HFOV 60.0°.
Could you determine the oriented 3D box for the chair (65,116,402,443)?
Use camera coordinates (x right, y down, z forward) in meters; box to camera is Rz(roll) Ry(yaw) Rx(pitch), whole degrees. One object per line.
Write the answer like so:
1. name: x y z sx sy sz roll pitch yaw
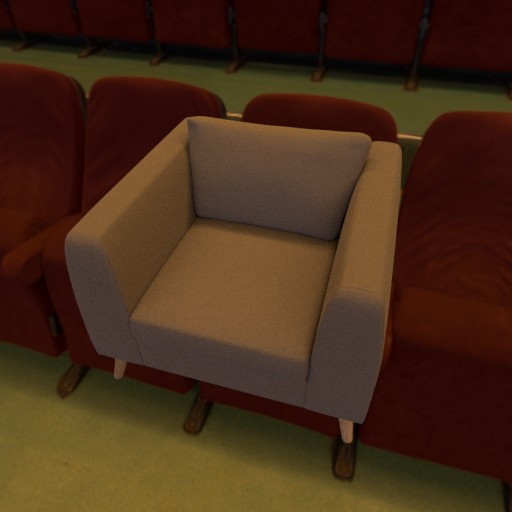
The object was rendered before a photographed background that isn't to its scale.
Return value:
1. chair: 0.000 0.000 1.707 1.000 0.860 0.930 11 42 13
